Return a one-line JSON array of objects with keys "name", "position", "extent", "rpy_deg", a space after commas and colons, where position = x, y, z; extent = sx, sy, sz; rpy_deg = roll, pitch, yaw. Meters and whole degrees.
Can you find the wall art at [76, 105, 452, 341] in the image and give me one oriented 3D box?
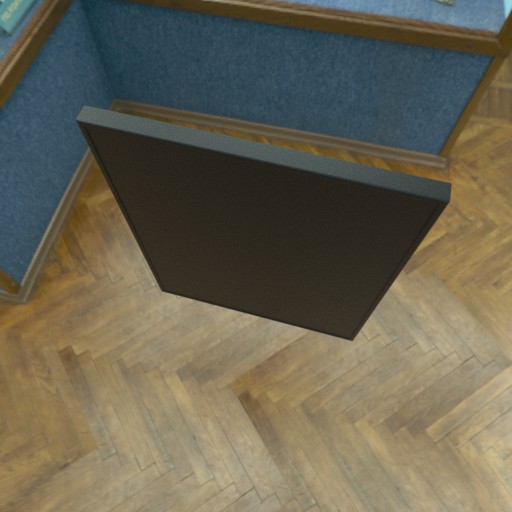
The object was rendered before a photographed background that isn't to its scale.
[{"name": "wall art", "position": [0.000, 0.000, 0.767], "extent": [0.451, 0.551, 0.028], "rpy_deg": [14, 64, 7]}]
